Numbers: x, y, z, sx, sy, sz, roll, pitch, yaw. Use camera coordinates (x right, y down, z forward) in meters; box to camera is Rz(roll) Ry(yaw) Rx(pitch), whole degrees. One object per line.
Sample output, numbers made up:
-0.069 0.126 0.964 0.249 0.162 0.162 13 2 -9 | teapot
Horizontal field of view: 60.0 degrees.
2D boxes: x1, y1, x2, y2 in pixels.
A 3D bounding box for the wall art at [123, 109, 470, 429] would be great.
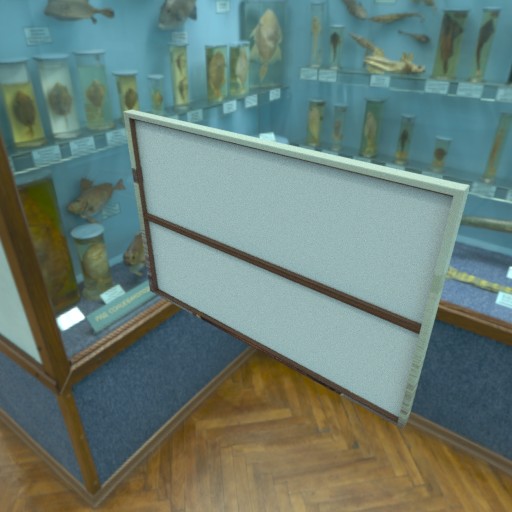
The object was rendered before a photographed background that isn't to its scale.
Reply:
0.000 0.000 1.446 1.149 0.765 0.040 22 37 32 | wall art
